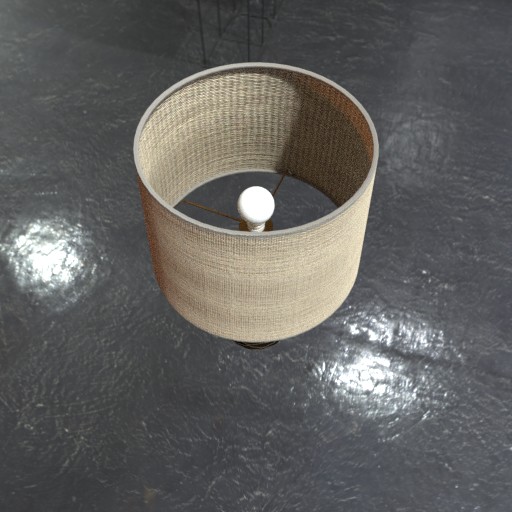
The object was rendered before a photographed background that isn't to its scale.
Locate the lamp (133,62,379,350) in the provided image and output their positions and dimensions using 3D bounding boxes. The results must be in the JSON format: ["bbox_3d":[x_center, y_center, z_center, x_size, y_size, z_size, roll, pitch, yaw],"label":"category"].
[{"bbox_3d":[0.000,0.000,0.842,0.376,0.594,0.376,0,57,0],"label":"lamp"}]
